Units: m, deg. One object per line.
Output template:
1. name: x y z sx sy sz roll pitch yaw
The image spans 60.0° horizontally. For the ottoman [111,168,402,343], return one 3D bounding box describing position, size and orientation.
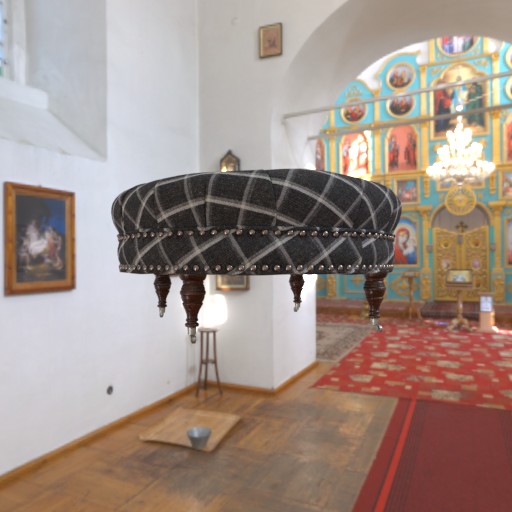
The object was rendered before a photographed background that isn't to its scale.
1. ottoman: 0.000 0.000 1.432 0.901 0.439 0.901 0 -1 0
